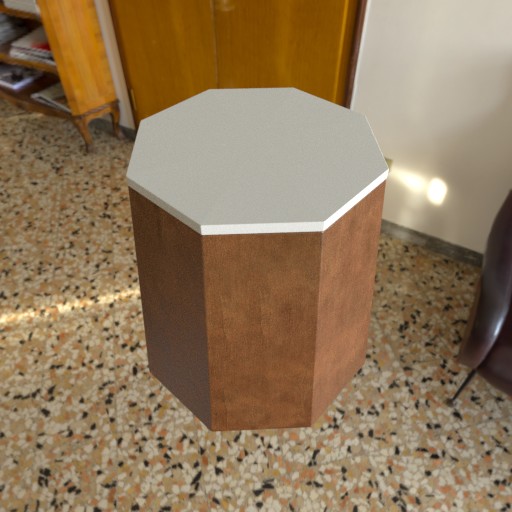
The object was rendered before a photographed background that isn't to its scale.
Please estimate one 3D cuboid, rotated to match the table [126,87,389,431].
[{"bbox_3d":[0.000,0.000,0.789,0.439,0.457,0.439,-3,46,-3],"label":"table"}]
